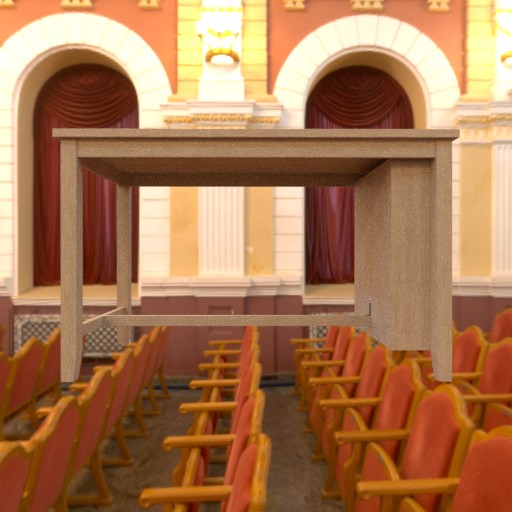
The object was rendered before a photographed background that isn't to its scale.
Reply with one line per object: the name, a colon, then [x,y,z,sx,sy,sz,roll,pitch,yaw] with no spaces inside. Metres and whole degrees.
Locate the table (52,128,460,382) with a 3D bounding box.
table: [0.000,0.000,1.885,1.397,0.874,0.729,0,0,0]
